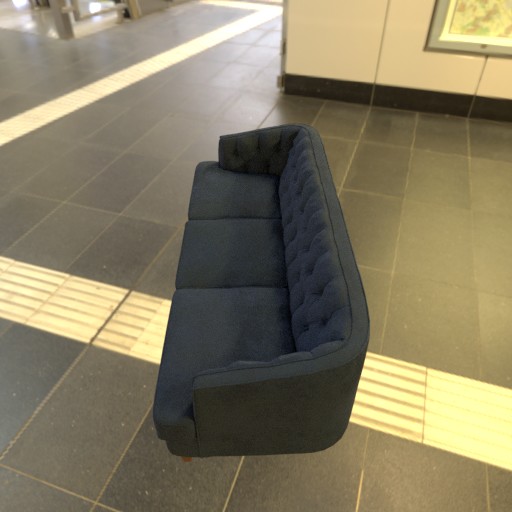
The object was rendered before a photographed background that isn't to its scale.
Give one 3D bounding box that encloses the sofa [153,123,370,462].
[{"bbox_3d":[0.000,0.000,2.741,0.941,0.855,2.278,-1,40,-1],"label":"sofa"}]
